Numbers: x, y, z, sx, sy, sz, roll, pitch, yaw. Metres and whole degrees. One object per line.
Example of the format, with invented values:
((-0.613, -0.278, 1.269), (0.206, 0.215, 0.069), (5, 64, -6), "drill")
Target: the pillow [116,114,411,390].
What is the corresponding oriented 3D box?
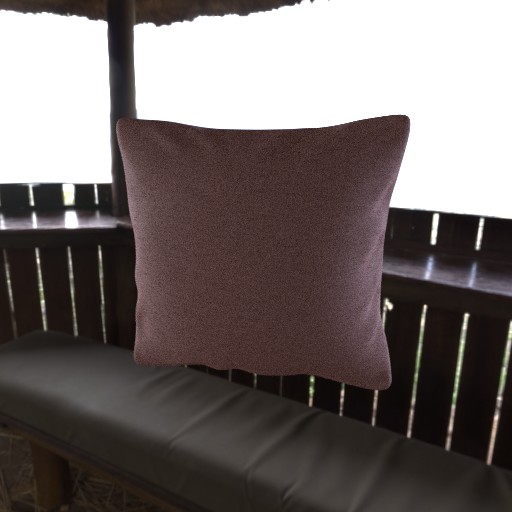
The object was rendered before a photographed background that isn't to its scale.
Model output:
((0.000, 0.000, 0.686), (0.432, 0.415, 0.246), (3, 15, 11), "pillow")
